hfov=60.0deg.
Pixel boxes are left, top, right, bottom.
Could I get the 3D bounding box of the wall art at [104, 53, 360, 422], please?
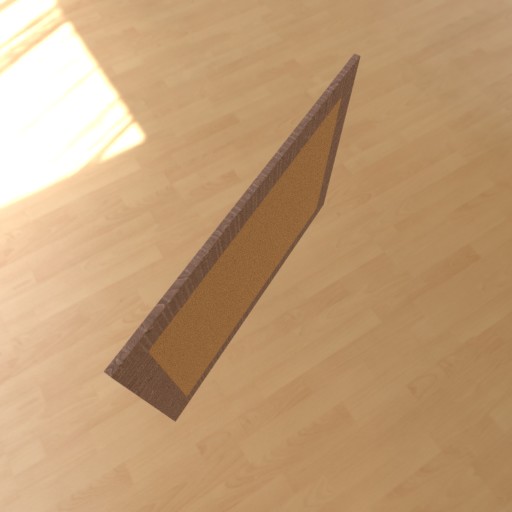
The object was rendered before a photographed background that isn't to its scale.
[{"bbox_3d":[0.000,0.000,1.388,0.020,0.761,1.056,30,67,14],"label":"wall art"}]
